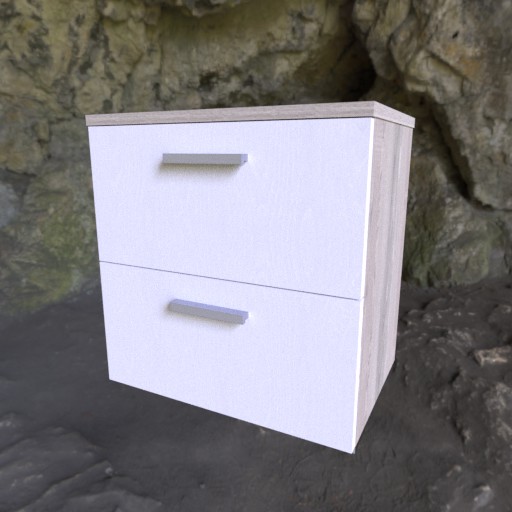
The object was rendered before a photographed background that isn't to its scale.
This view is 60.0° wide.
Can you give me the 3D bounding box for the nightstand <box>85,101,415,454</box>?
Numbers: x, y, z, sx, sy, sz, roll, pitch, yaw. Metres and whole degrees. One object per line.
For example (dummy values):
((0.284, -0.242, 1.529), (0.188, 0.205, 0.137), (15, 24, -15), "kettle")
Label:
((0.000, 0.000, 0.765), (0.442, 0.461, 0.325), (7, 15, 26), "nightstand")
